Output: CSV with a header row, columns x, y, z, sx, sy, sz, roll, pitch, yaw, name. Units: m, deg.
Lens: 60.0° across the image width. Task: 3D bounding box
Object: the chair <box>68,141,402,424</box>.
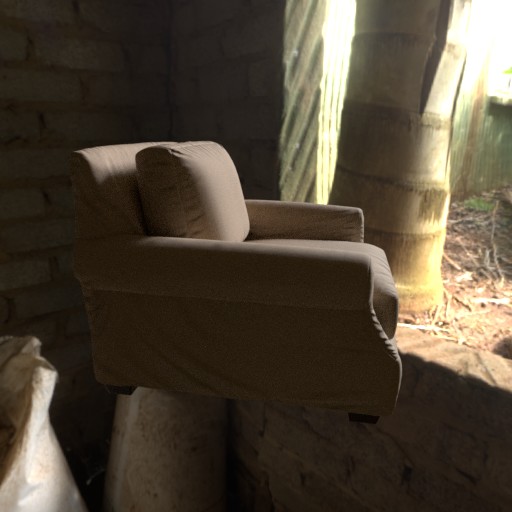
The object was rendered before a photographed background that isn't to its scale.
x,y,z,sx,sy,sz,roll,pitch,yaw,name
0.000,0.000,1.734,1.066,0.866,0.940,3,16,10,chair
